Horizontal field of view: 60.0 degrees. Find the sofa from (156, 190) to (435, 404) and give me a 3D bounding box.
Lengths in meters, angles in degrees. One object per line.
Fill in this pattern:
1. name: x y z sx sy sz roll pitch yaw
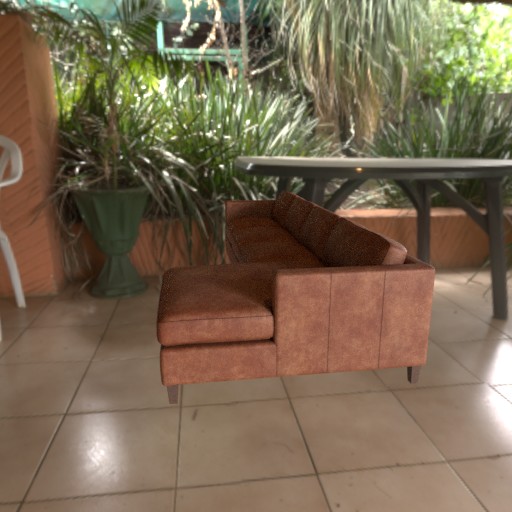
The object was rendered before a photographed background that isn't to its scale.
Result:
1. sofa: 0.000 0.000 3.990 1.581 0.883 3.203 -2 14 -8
